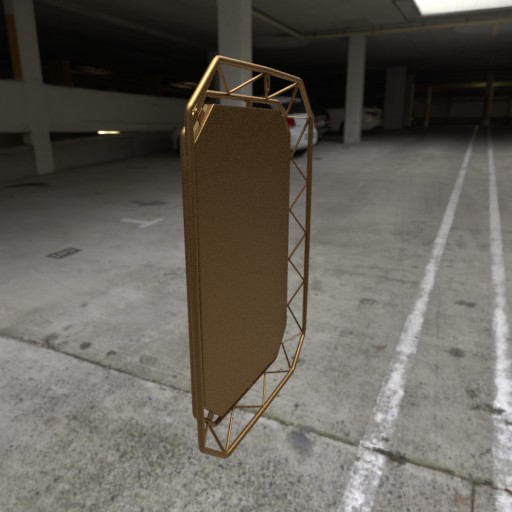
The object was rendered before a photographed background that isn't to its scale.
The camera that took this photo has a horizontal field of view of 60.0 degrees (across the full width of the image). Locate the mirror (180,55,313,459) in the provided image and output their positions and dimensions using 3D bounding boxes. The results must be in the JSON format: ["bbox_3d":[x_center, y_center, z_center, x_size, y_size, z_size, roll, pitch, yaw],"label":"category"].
[{"bbox_3d":[0.000,0.000,0.718,0.042,0.566,0.417,8,18,25],"label":"mirror"}]
